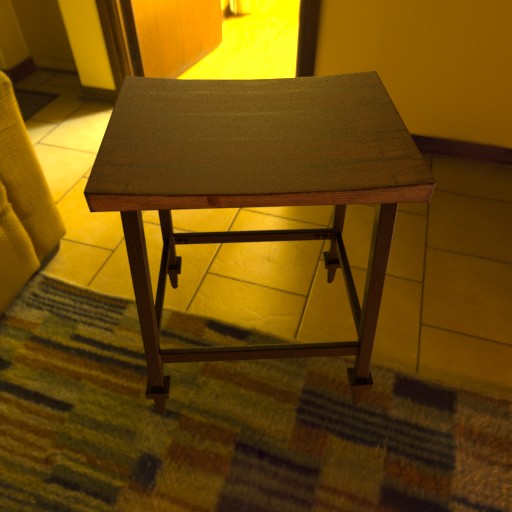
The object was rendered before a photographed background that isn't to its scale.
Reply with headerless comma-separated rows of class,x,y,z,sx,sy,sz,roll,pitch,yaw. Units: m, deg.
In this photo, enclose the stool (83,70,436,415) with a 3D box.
stool,0.000,0.000,0.932,0.486,0.625,0.405,-2,46,-2
